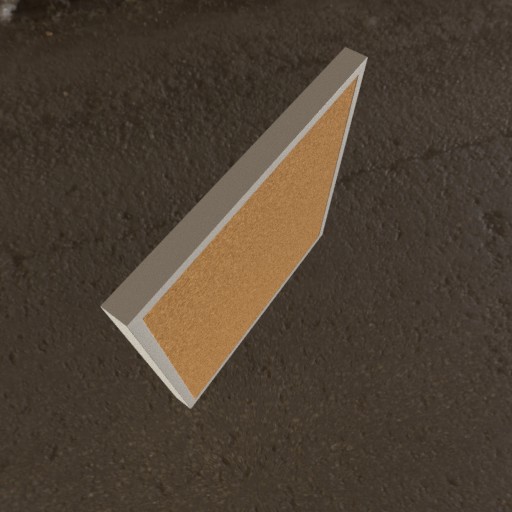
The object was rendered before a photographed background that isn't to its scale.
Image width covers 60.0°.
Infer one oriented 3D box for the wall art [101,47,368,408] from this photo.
[{"bbox_3d":[0.000,0.000,0.778,0.038,0.505,0.506,32,67,16],"label":"wall art"}]
